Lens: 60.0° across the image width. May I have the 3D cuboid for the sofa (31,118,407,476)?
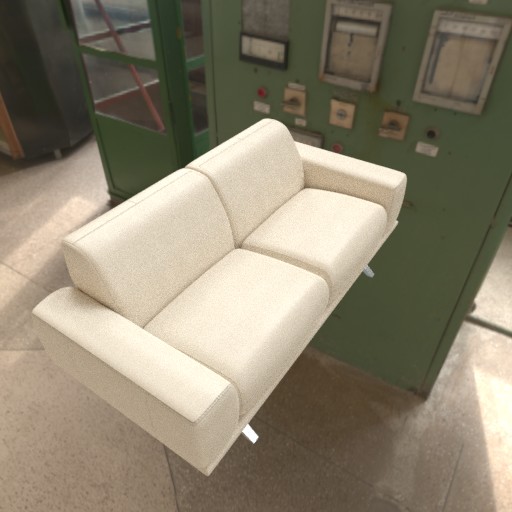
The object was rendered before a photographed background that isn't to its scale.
[{"bbox_3d":[0.000,0.000,2.234,0.900,0.772,1.901,24,45,26],"label":"sofa"}]
